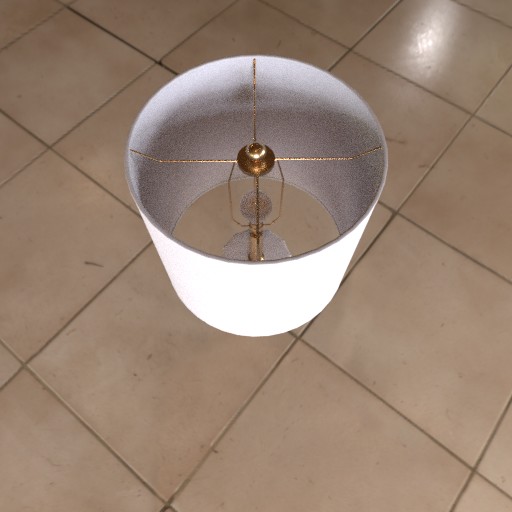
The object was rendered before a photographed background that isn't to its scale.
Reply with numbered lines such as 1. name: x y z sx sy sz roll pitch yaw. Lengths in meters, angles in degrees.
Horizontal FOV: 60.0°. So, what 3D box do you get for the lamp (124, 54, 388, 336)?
1. lamp: 0.000 0.000 0.709 0.277 0.537 0.277 35 69 15
